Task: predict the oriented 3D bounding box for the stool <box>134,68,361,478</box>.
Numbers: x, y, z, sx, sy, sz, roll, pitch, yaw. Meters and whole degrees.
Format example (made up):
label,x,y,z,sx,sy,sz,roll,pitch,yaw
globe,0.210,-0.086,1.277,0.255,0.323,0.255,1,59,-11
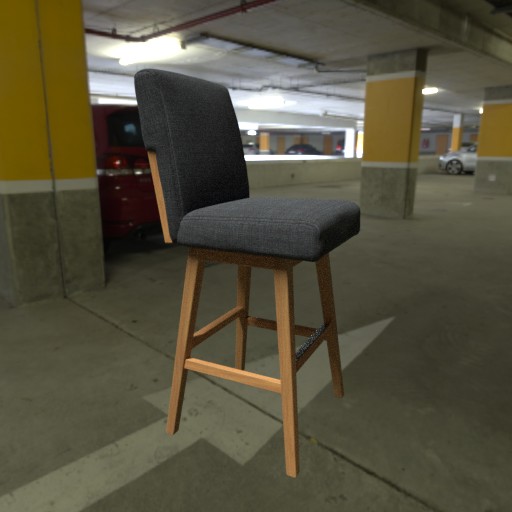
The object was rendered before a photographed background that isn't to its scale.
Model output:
label,x,y,z,sx,sy,sz,roll,pitch,yaw
stool,0.000,0.000,1.414,0.570,1.112,0.483,7,15,26
